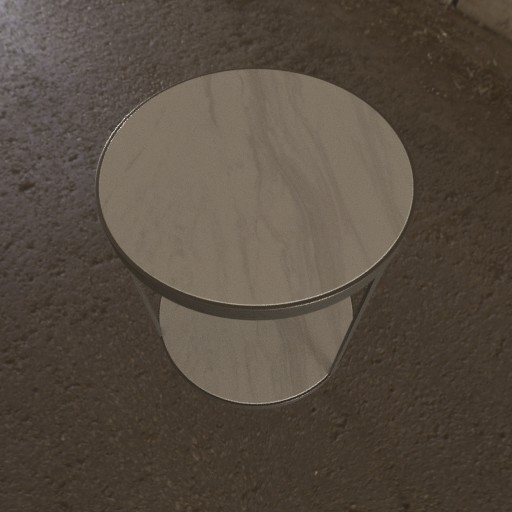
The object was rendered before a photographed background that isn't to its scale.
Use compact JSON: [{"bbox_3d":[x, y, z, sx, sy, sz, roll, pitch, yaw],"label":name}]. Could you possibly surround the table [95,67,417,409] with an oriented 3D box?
[{"bbox_3d":[0.000,0.000,0.824,0.445,0.479,0.445,0,58,0],"label":"table"}]
